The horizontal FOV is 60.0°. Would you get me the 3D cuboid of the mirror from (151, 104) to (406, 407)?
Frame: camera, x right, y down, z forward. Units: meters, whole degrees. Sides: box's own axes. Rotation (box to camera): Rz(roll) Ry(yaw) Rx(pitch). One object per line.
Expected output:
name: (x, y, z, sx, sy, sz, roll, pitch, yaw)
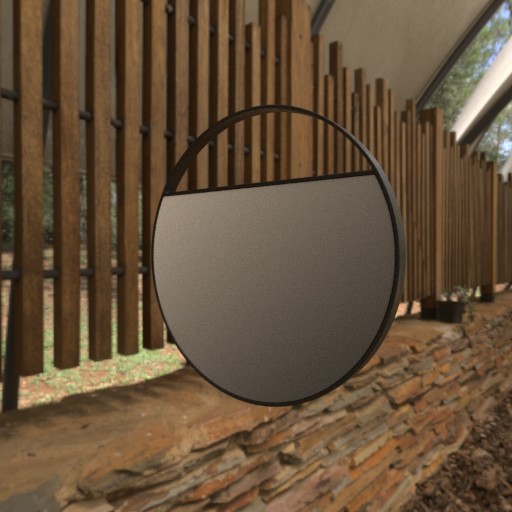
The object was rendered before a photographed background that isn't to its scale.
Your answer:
mirror: (0.000, 0.000, 0.857, 0.565, 0.565, 0.032, 0, 1, 36)
